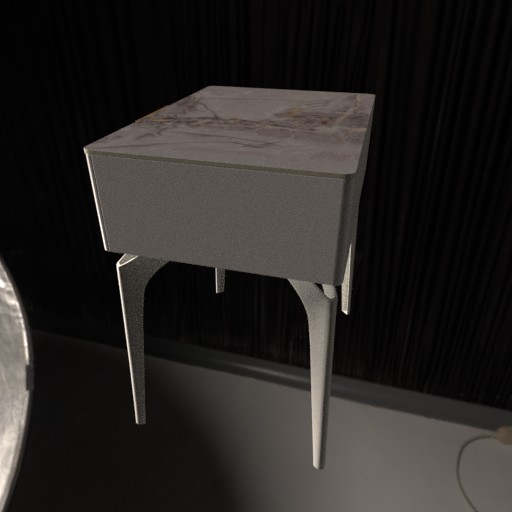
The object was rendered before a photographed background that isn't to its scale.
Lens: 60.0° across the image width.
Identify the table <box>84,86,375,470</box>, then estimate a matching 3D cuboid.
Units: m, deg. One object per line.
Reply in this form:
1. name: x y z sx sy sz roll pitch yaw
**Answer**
1. table: 0.000 0.000 0.920 0.400 0.570 0.500 8 32 13
